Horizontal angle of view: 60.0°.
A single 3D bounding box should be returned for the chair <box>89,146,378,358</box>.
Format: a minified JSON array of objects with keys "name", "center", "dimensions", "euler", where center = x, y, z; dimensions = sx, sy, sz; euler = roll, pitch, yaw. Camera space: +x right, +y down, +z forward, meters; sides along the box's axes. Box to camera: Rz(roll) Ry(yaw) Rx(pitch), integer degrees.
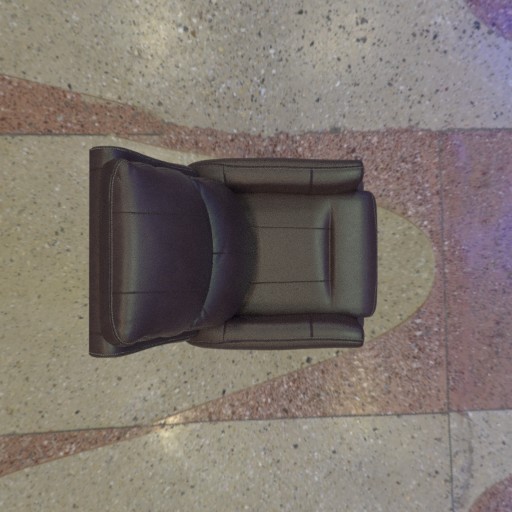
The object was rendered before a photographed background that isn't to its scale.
[{"name":"chair","center":[0.000,0.000,1.834],"dimensions":[1.080,1.030,0.829],"euler":[0,89,1]}]
